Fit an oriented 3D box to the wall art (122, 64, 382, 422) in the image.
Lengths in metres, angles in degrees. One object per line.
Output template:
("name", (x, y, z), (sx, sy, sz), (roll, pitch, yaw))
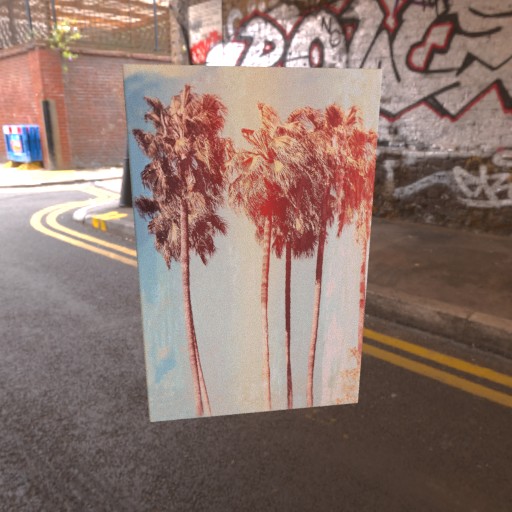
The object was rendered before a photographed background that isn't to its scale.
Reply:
("wall art", (0.000, 0.000, 0.773), (0.401, 0.610, 0.038), (-2, 16, -8))
